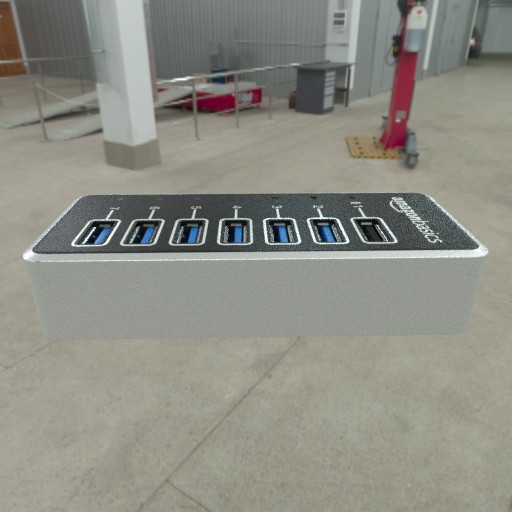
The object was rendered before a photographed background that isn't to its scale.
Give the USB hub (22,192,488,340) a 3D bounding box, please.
[{"bbox_3d":[0.000,0.000,0.125,0.110,0.023,0.044,-1,28,-1],"label":"USB hub"}]
